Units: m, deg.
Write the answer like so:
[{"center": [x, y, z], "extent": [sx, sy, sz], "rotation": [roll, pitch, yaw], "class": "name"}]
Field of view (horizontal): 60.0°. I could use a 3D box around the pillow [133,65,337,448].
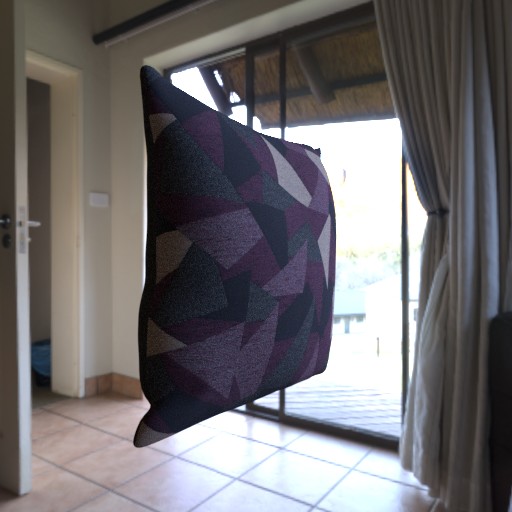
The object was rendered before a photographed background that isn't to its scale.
[{"center": [0.000, 0.000, 0.761], "extent": [0.208, 0.496, 0.503], "rotation": [-1, -1, 36], "class": "pillow"}]
